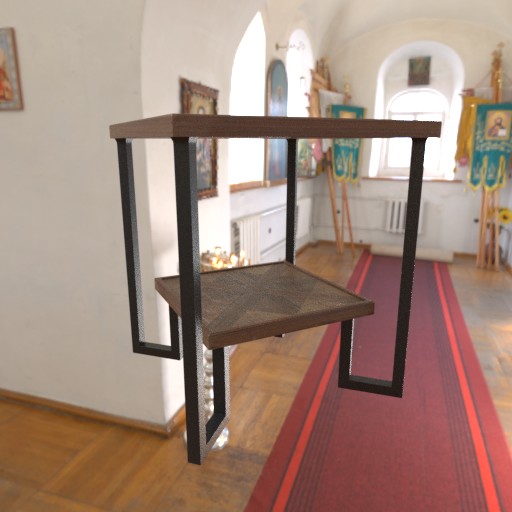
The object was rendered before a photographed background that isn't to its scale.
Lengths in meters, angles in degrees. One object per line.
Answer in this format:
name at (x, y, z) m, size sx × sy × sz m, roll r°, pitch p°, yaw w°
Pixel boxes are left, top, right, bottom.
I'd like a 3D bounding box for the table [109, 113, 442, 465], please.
table at (0.000, 0.000, 0.980) m, size 0.503 × 0.563 × 0.503 m, roll -7°, pitch 16°, yaw -26°
